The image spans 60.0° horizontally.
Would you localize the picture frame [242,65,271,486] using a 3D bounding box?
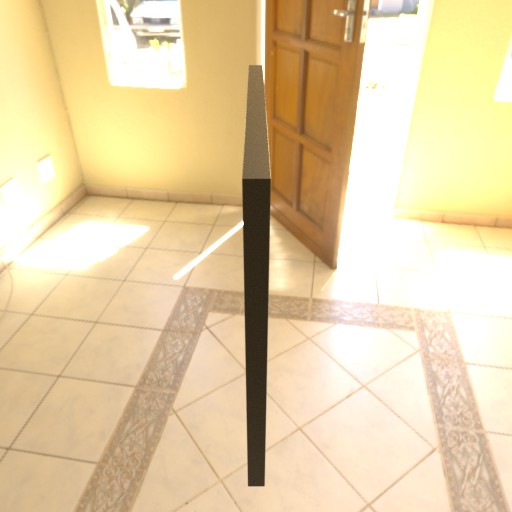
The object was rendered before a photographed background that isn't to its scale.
[{"bbox_3d":[0.000,0.000,0.821,0.029,0.557,0.559,0,34,0],"label":"picture frame"}]
